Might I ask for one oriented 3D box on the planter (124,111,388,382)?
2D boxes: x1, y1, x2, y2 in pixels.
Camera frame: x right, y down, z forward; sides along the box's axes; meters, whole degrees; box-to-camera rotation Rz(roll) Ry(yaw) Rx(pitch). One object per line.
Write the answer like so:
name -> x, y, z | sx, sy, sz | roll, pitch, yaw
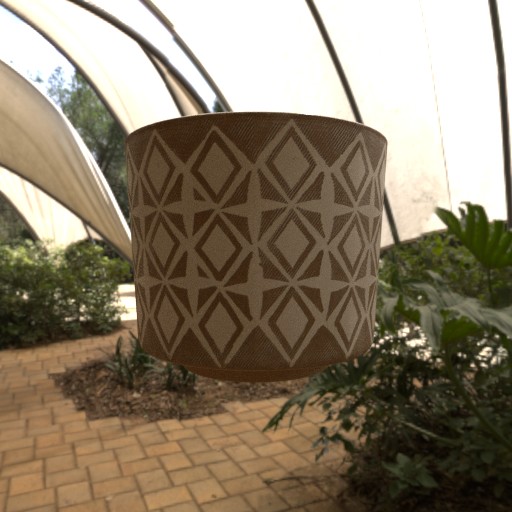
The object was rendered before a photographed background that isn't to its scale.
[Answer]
planter -> 0.000, 0.000, 0.459 | 0.260, 0.220, 0.260 | 0, 1, 0
